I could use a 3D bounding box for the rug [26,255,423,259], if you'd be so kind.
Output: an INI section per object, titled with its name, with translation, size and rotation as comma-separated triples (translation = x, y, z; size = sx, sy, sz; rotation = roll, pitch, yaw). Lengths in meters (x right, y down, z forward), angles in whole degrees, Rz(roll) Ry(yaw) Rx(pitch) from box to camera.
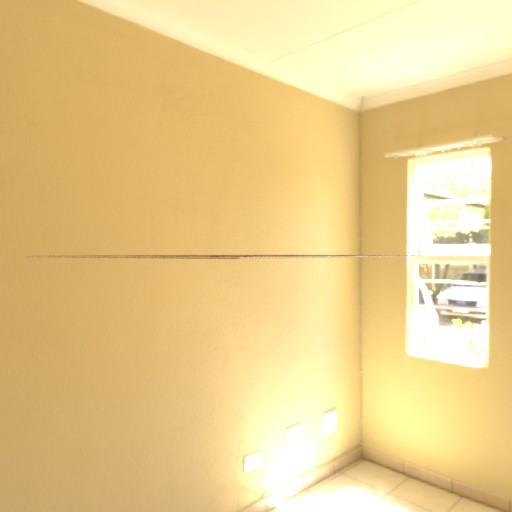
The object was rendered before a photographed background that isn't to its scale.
[rug]
translation = 0.000, 0.000, 2.923
size = 1.522, 0.008, 2.284
rotation = 0, 0, 36
